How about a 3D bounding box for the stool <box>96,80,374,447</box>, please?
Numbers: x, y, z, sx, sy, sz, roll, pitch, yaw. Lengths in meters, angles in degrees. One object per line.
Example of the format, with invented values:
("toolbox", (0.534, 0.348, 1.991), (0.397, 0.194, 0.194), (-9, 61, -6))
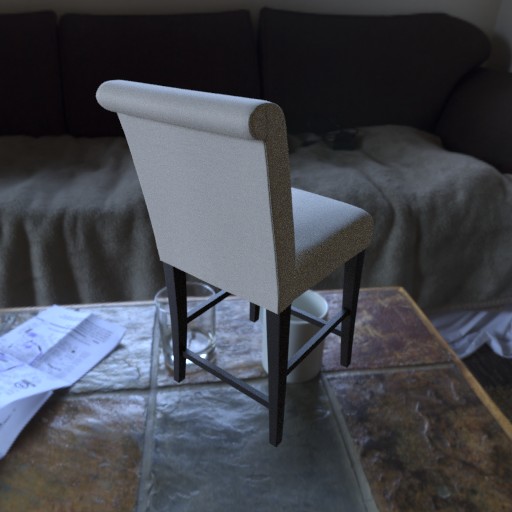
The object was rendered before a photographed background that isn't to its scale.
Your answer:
("stool", (0.000, 0.000, 1.288), (0.452, 0.976, 0.597), (21, 36, 33))
